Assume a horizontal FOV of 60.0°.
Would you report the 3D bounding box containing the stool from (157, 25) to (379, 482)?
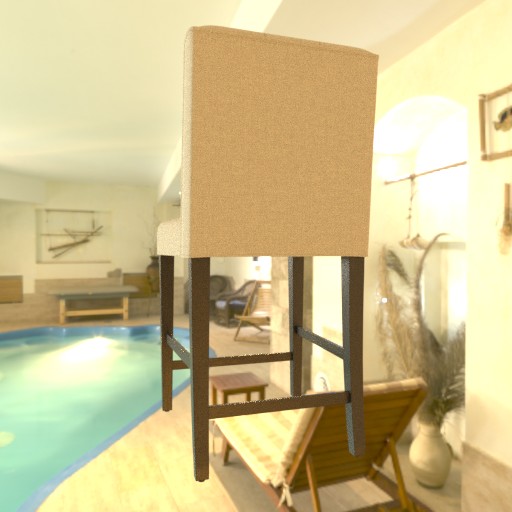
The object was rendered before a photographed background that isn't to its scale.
[{"bbox_3d":[0.000,0.000,1.179,0.474,0.939,0.509,0,1,-18],"label":"stool"}]
